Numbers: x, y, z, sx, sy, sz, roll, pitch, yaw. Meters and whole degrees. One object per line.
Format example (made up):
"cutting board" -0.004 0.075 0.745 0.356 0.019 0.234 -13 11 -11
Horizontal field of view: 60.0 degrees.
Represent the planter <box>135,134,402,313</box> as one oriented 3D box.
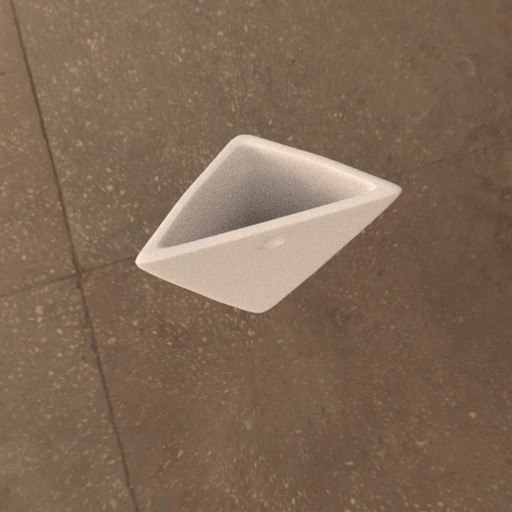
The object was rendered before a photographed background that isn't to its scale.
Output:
"planter" 0.000 0.000 0.396 0.143 0.338 0.065 -16 76 -4
